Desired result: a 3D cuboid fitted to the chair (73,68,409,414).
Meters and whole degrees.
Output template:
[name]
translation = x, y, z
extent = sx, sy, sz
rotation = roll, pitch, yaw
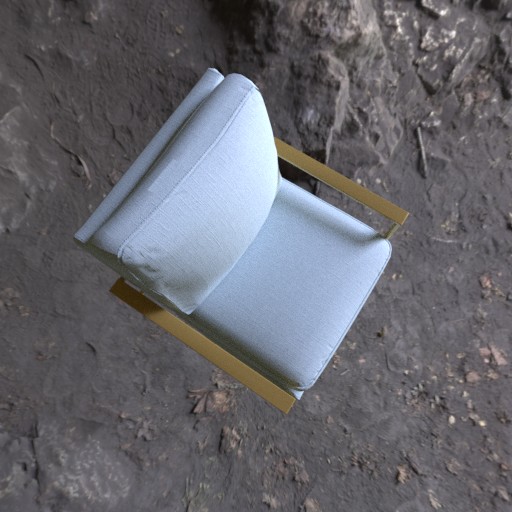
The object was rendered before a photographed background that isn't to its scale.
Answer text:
[chair]
translation = 0.000, 0.000, 1.546
extent = 0.813, 0.956, 0.758
rotation = 33, 78, 8
